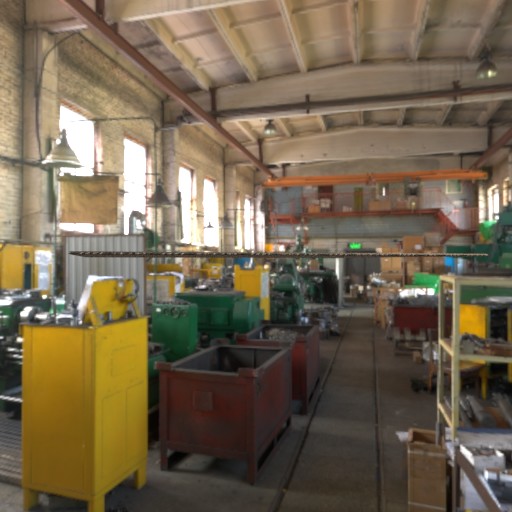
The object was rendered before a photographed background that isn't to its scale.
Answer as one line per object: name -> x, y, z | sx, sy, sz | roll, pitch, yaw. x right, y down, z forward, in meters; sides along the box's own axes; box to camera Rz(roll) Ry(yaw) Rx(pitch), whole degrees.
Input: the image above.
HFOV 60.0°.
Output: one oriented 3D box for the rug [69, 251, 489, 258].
rug -> 0.000, 0.000, 3.910 | 2.902, 0.017, 2.306 | 0, -1, -19
